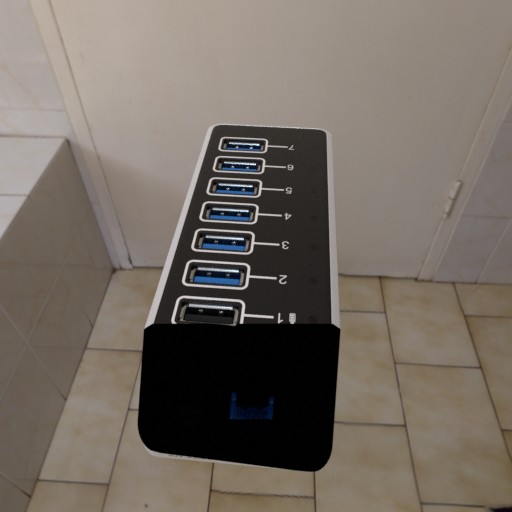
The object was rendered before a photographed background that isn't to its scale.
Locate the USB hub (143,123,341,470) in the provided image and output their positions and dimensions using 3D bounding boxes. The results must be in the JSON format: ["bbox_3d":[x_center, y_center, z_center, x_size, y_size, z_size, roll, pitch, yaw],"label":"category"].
[{"bbox_3d":[0.000,0.000,0.130,0.044,0.023,0.110,4,47,4],"label":"USB hub"}]
